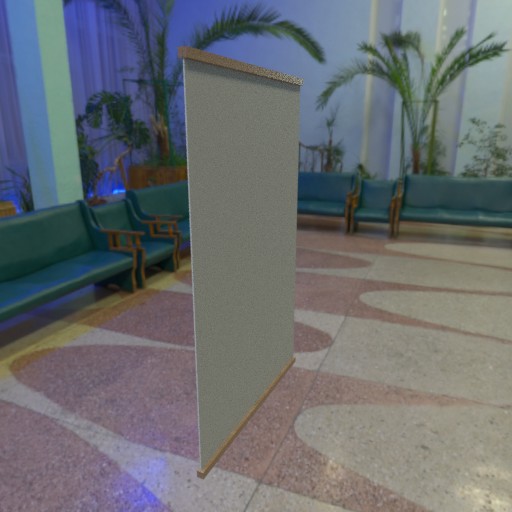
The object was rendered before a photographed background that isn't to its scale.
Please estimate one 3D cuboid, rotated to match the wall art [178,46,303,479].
[{"bbox_3d":[0.000,0.000,1.921,0.030,1.519,0.990,8,18,25],"label":"wall art"}]
